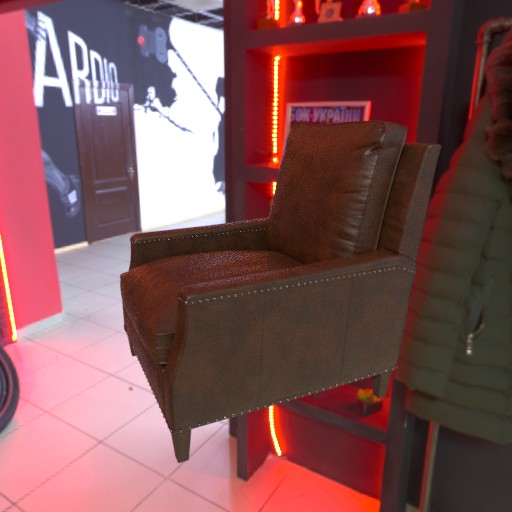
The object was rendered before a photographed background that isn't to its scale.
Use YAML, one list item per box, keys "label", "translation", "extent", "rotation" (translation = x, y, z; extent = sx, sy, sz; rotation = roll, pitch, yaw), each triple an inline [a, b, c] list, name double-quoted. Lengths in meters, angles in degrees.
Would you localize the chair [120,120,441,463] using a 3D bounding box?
- label: "chair"
  translation: [0.000, 0.000, 1.807]
  extent: [1.035, 1.054, 0.854]
  rotation: [-8, 18, -25]
